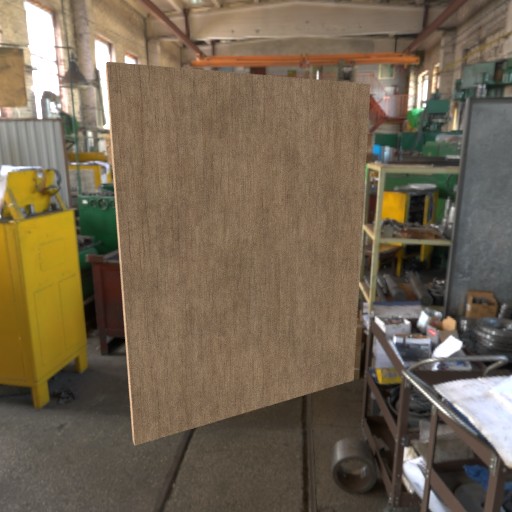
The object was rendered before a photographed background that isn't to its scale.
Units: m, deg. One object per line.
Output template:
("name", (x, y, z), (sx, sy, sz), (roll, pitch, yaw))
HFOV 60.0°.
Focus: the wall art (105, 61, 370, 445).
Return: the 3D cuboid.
("wall art", (0.000, 0.000, 0.898), (0.534, 0.686, 0.018), (-7, 15, -27))
